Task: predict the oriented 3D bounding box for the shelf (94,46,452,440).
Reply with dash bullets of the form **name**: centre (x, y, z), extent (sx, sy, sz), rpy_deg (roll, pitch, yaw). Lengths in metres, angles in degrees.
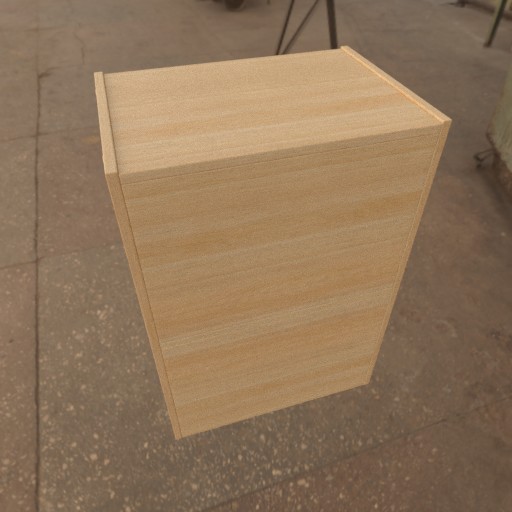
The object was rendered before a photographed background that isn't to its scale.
- **shelf**: centre (0.000, 0.000, 0.796), extent (0.414, 0.592, 0.290), rpy_deg (-12, 44, -13)
